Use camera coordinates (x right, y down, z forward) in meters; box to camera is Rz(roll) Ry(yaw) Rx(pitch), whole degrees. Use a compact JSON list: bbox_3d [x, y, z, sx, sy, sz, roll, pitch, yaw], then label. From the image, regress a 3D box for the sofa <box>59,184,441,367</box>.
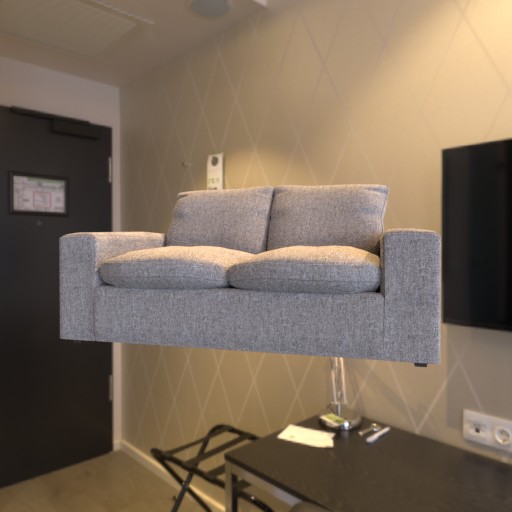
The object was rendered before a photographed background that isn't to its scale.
[{"bbox_3d":[0.000,0.000,2.404,1.758,0.877,1.094,0,1,16],"label":"sofa"}]
